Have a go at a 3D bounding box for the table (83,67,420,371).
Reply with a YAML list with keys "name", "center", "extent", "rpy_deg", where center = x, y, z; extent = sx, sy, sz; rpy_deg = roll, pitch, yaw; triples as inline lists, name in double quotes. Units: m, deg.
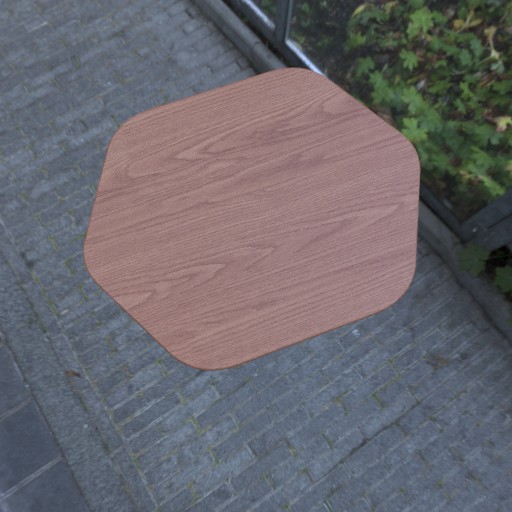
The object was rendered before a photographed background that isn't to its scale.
- name: "table"
  center: [0.000, 0.000, 0.898]
  extent: [0.500, 0.562, 0.400]
  rpy_deg: [-20, 76, -5]
